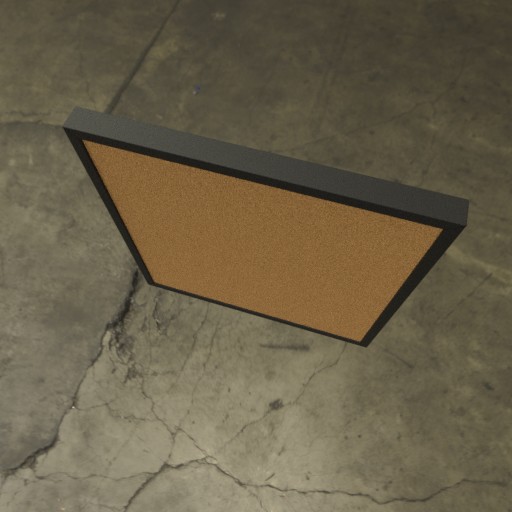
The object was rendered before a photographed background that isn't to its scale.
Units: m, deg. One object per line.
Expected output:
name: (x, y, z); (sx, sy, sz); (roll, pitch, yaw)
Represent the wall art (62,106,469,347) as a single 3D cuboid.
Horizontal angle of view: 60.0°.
wall art: (0.000, 0.000, 0.766); (0.508, 0.508, 0.037); (15, 64, 8)
